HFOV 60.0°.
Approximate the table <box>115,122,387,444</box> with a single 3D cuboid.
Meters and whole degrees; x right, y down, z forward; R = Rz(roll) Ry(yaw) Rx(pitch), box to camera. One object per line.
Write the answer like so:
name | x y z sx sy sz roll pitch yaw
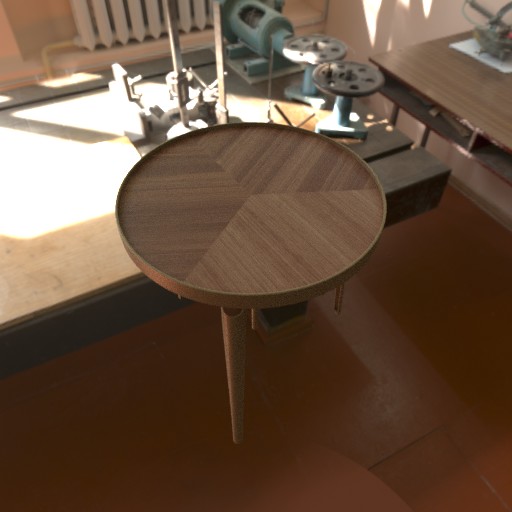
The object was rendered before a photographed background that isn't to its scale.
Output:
table | 0.000 0.000 1.143 0.532 0.555 0.751 5 47 5
